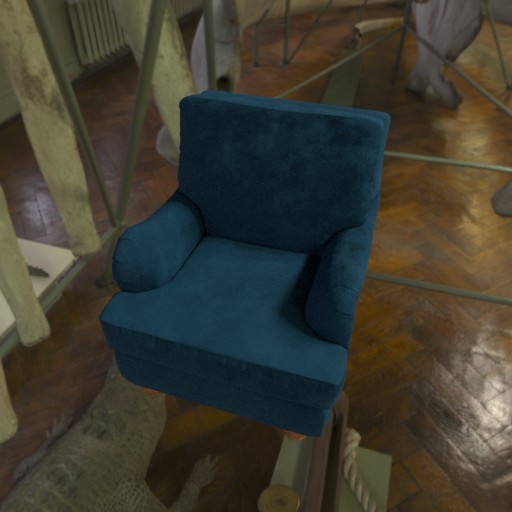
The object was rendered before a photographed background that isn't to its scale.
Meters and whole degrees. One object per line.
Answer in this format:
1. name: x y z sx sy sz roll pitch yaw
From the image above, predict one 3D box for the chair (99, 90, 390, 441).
1. chair: 0.000 0.000 1.831 0.895 1.076 1.078 12 43 13
